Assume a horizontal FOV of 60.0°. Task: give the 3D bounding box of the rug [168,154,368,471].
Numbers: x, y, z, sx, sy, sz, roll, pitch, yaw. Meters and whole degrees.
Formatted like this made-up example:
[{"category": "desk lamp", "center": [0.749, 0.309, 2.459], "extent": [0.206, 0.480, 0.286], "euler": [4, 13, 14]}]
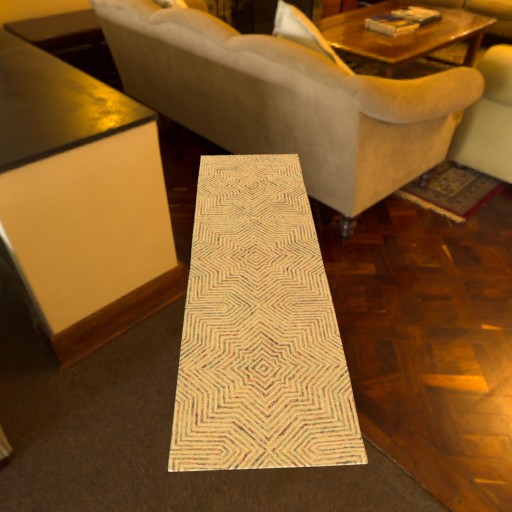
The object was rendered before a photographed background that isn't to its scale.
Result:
[{"category": "rug", "center": [0.000, 0.000, 2.598], "extent": [0.771, 0.009, 2.443], "euler": [-2, 41, -2]}]
